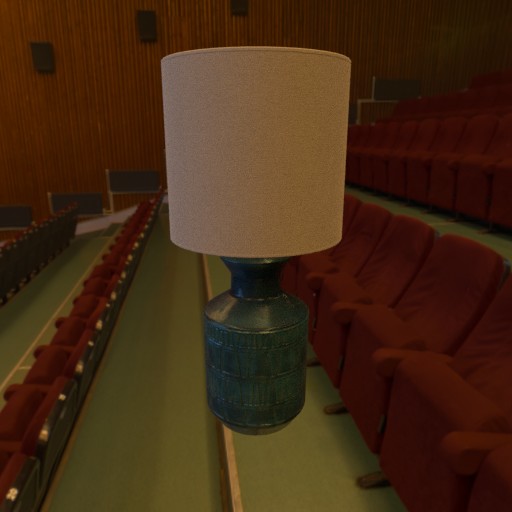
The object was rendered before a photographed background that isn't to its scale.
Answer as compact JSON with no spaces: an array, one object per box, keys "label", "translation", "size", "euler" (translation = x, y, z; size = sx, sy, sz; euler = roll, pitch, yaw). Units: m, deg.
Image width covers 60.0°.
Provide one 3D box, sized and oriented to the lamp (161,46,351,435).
[{"label":"lamp","translation":[0.000,0.000,0.565],"size":[0.211,0.455,0.211],"euler":[-3,16,-9]}]
